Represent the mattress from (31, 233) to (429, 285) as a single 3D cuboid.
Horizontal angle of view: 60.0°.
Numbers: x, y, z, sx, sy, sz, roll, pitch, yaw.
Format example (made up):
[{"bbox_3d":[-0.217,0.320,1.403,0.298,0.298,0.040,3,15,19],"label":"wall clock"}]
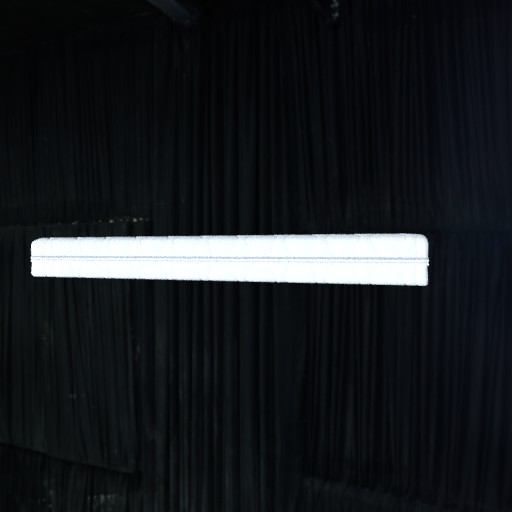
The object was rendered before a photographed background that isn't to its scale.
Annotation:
[{"bbox_3d":[0.000,0.000,2.710,1.900,0.200,1.600,0,1,19],"label":"mattress"}]
